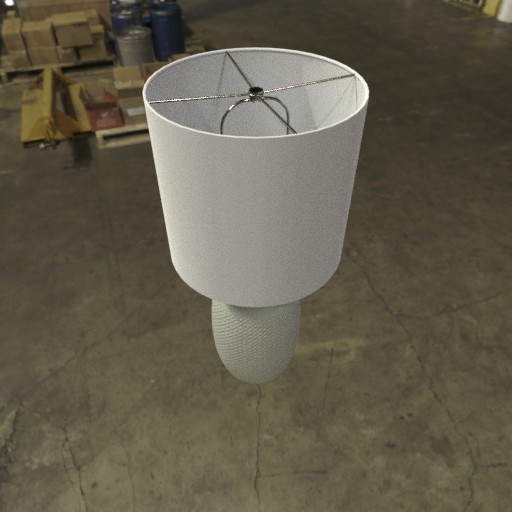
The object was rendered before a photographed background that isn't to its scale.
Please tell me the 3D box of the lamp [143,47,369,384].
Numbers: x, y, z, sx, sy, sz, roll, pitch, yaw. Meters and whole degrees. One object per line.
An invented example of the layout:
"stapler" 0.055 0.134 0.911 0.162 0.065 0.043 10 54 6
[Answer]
"lamp" 0.000 0.000 0.583 0.217 0.453 0.217 -13 44 -14
